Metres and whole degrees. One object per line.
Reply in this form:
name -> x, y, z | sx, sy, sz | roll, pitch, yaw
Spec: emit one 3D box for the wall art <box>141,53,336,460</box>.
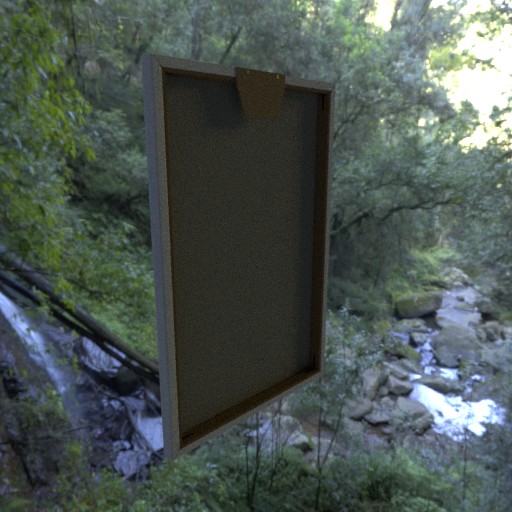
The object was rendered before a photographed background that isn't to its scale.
wall art -> 0.000, 0.000, 1.180 | 0.602, 0.916, 0.048 | -13, 19, -43
